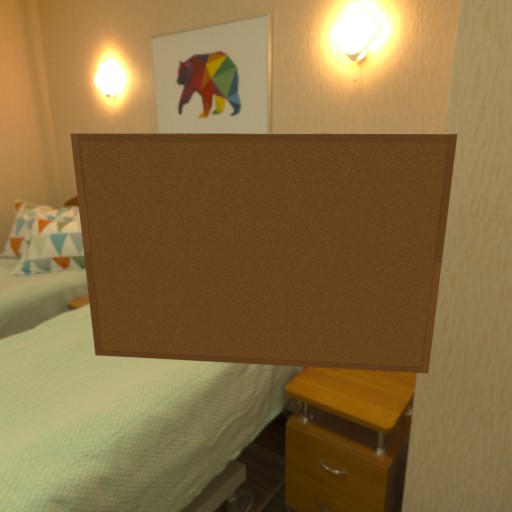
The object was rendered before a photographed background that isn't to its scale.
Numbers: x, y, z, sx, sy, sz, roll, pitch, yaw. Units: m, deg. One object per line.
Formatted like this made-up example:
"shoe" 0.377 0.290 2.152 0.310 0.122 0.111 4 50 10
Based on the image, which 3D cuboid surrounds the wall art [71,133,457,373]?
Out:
"wall art" 0.000 0.000 1.422 1.141 0.758 0.035 2 16 6
